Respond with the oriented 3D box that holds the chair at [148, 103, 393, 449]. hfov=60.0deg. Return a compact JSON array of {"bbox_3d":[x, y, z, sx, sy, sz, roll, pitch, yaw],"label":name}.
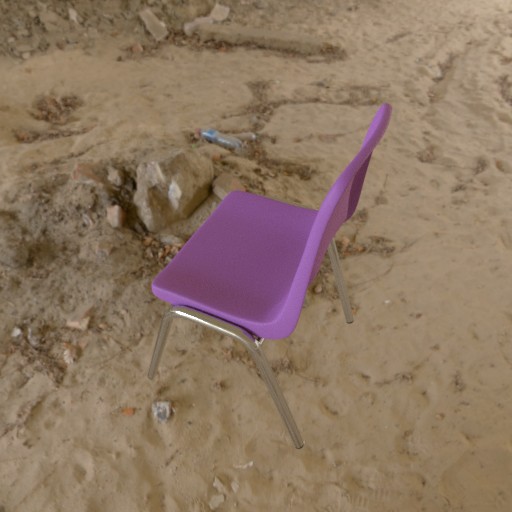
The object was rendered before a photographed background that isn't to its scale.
[{"bbox_3d":[0.000,0.000,0.675,0.301,0.493,0.291,19,48,18],"label":"chair"}]
